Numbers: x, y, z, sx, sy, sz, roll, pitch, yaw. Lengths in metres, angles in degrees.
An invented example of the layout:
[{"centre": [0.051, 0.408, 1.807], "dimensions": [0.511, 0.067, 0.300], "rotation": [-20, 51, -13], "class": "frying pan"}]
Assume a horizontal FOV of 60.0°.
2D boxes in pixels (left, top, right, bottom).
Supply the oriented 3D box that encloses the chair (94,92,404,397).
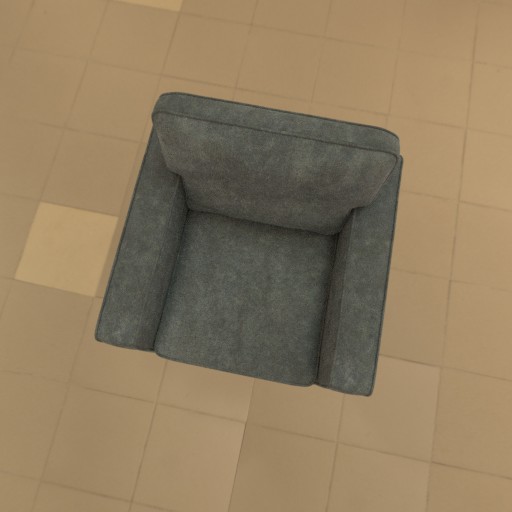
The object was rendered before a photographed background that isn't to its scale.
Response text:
[{"centre": [0.000, 0.000, 1.796], "dimensions": [1.015, 0.965, 0.939], "rotation": [11, 76, 3], "class": "chair"}]
